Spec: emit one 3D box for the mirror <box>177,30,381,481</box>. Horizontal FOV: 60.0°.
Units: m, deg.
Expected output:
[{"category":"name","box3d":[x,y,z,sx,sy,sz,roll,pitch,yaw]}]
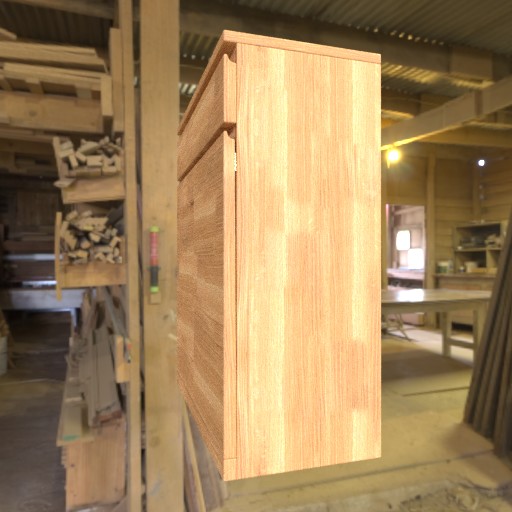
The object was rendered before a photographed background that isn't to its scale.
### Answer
[{"category":"mirror","box3d":[0.000,0.000,1.420,0.400,1.000,0.800,0,0,-17]}]
